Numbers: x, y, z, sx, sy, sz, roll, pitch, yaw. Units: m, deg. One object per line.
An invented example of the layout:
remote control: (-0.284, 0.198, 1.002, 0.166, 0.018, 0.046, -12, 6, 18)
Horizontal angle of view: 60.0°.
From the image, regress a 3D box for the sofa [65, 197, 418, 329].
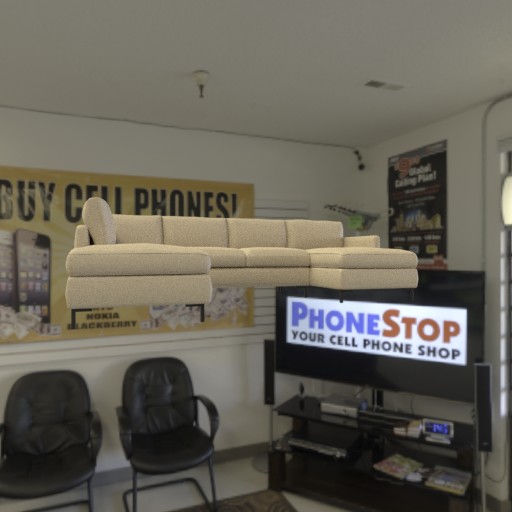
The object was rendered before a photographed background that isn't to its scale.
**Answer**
sofa: (0.000, 0.000, 3.586, 2.737, 0.756, 1.879, 0, 0, -20)
